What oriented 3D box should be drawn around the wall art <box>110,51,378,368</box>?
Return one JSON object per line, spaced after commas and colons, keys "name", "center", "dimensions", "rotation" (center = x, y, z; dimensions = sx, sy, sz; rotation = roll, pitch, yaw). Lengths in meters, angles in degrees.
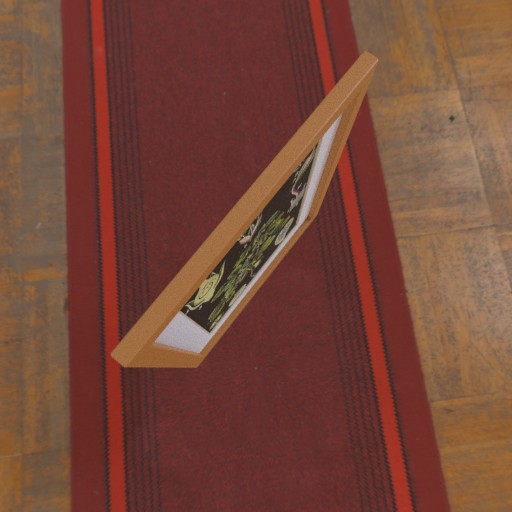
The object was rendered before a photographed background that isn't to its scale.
{"name": "wall art", "center": [0.000, 0.000, 0.754], "dimensions": [0.022, 0.553, 0.452], "rotation": [37, 79, 9]}
